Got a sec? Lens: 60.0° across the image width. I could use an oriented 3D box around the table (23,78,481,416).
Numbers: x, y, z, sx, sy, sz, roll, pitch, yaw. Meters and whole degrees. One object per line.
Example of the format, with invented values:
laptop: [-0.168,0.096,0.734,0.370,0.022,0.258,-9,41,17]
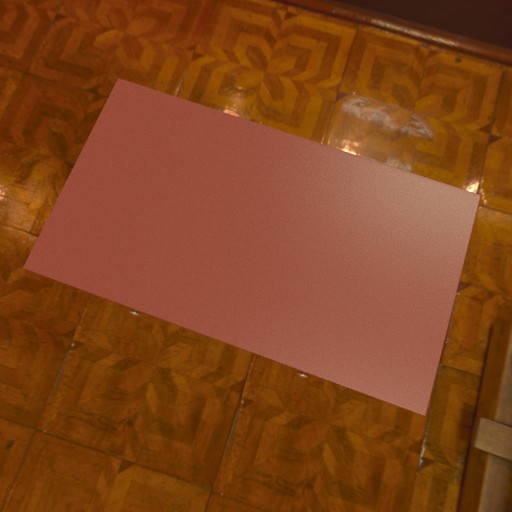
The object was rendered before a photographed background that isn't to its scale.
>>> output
table: [0.000,0.000,1.405,1.068,0.493,0.612,19,77,5]
